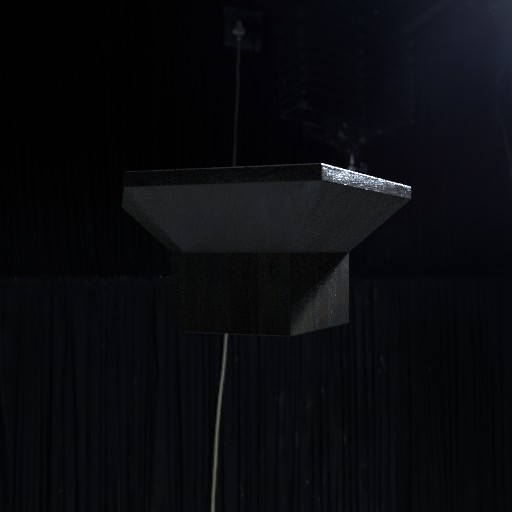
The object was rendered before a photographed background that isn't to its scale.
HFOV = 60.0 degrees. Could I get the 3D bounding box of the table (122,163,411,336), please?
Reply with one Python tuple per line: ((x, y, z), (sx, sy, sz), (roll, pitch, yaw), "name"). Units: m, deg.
((0.000, 0.000, 1.680), (0.966, 0.488, 1.115), (0, 0, -18), "table")
